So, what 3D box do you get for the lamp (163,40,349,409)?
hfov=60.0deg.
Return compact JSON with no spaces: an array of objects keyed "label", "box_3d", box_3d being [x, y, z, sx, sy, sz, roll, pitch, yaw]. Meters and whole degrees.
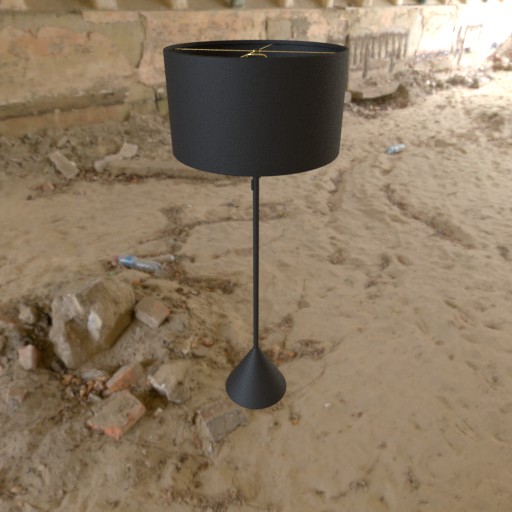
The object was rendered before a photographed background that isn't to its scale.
[{"label":"lamp","box_3d":[0.000,0.000,1.782,0.580,1.526,0.580,7,31,12]}]
